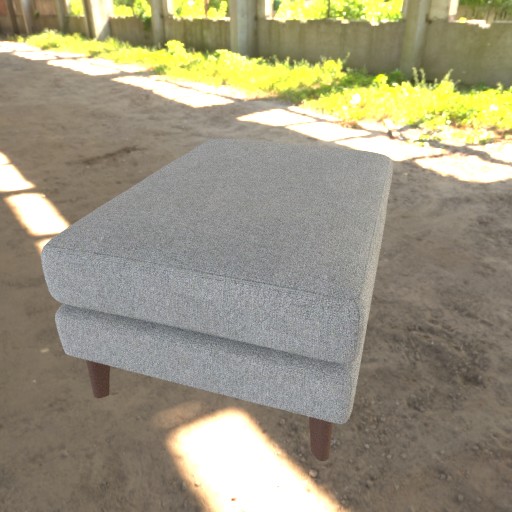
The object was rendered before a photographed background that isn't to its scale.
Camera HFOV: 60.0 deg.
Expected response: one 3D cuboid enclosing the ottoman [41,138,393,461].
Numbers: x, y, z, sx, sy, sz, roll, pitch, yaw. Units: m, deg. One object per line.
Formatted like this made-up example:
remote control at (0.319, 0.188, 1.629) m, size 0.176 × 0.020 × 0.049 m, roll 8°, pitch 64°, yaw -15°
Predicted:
ottoman at (0.000, 0.000, 1.159) m, size 0.611 × 0.441 × 0.821 m, roll 9°, pitch 31°, yaw 16°
